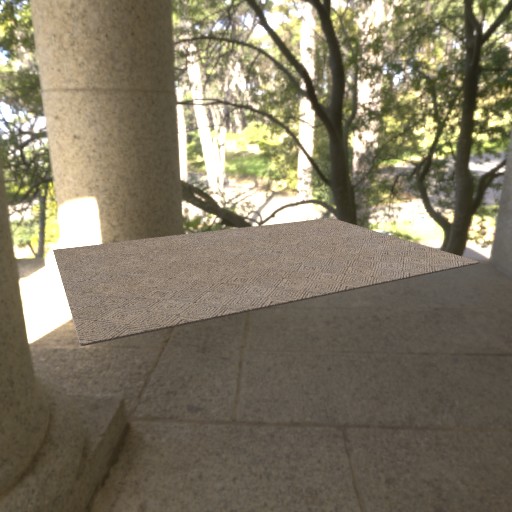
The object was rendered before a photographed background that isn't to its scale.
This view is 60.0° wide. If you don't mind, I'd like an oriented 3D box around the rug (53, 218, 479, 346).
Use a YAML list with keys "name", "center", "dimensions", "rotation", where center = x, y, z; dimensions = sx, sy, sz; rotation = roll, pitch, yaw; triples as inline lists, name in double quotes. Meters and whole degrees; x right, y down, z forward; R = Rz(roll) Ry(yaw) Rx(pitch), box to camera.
- name: "rug"
  center: [0.000, 0.000, 2.207]
  dimensions: [1.783, 0.008, 1.175]
  rotation: [-8, 18, -26]
